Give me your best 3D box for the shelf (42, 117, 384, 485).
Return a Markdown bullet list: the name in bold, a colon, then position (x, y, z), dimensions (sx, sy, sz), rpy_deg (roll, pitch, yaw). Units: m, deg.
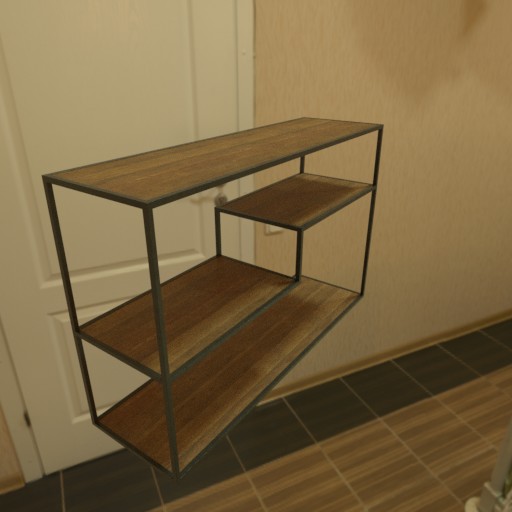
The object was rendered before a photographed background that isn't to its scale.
- **shelf**: position (0.000, 0.000, 1.526), dimensions (0.361, 0.765, 1.201), rpy_deg (17, 30, 32)
